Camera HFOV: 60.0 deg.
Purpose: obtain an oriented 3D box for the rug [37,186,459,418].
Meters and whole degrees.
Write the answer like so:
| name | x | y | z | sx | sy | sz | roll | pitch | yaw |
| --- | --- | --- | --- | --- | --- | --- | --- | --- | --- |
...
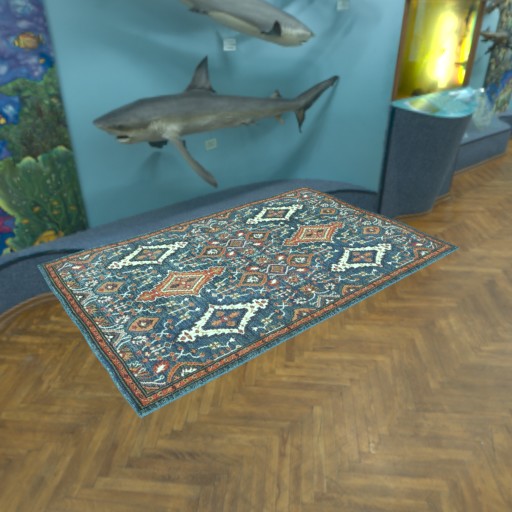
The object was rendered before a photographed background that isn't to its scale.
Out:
| name | x | y | z | sx | sy | sz | roll | pitch | yaw |
| --- | --- | --- | --- | --- | --- | --- | --- | --- | --- |
| rug | 0.000 | 0.000 | 2.278 | 1.847 | 0.014 | 1.195 | -21 | 35 | -32 |
